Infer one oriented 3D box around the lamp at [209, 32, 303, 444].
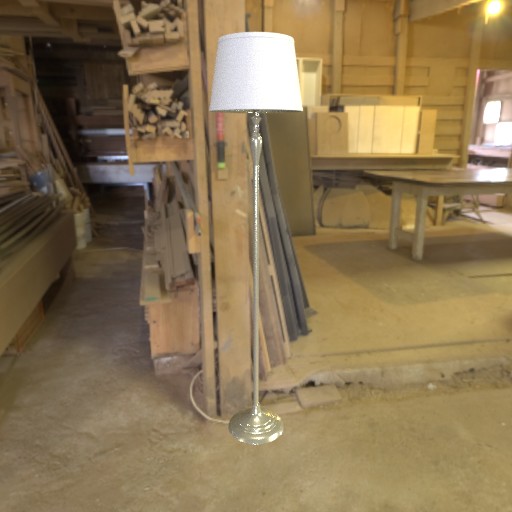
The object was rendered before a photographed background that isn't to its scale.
[{"bbox_3d":[0.000,0.000,1.692,0.327,1.506,0.327,-2,16,-9],"label":"lamp"}]
